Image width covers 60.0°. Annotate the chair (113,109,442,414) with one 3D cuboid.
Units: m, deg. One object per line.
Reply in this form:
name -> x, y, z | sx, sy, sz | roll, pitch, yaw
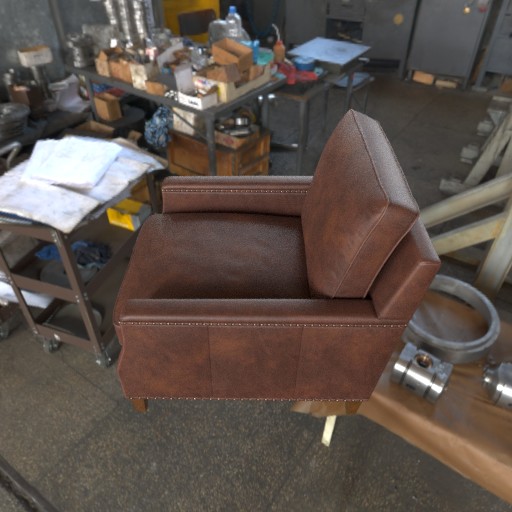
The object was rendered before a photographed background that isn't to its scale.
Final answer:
chair -> 0.000, 0.000, 1.726 | 1.014, 0.929, 0.853 | 0, 40, 1
